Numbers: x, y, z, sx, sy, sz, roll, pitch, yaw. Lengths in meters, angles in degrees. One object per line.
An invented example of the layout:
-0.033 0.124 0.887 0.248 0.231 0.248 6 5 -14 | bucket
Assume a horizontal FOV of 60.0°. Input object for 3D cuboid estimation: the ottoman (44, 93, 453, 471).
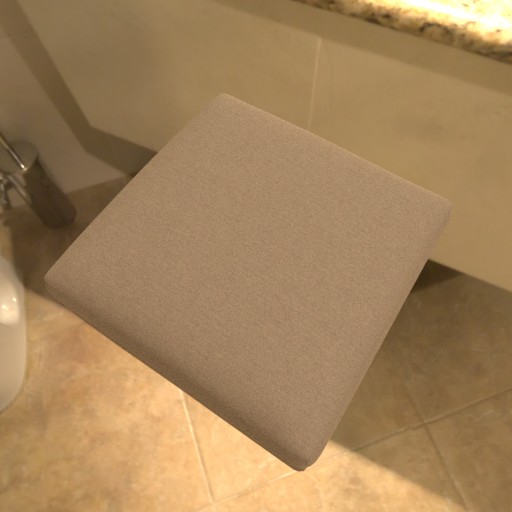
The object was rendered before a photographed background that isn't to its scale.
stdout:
0.000 0.000 1.605 1.041 0.470 1.041 31 68 14 | ottoman
